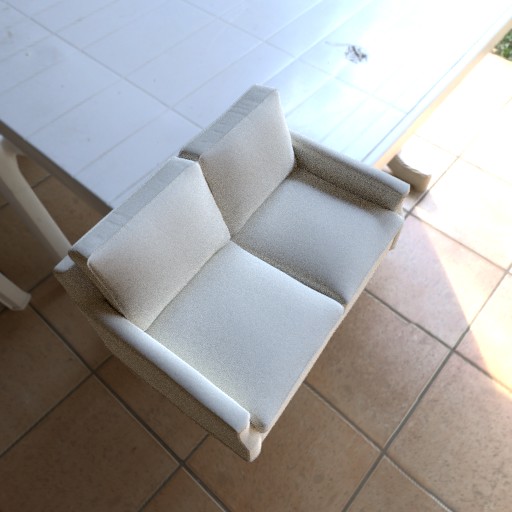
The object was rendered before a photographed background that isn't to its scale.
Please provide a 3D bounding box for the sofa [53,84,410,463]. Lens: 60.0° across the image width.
[{"bbox_3d":[0.000,0.000,2.327,1.084,1.003,1.597,31,62,18],"label":"sofa"}]
